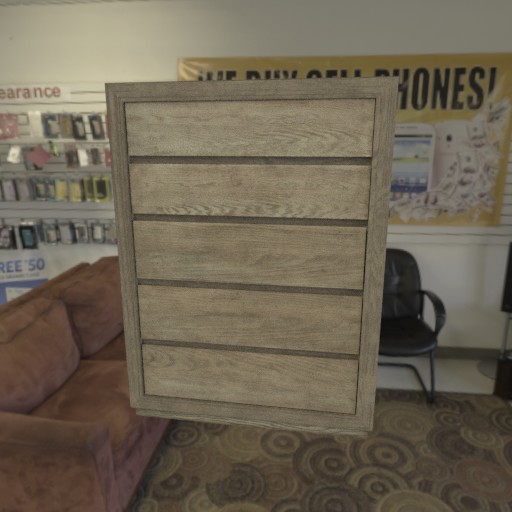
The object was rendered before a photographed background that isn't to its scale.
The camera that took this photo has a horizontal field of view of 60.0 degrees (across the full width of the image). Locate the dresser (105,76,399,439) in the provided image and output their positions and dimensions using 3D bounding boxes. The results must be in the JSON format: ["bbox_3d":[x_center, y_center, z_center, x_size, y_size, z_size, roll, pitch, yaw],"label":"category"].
[{"bbox_3d":[0.000,0.000,1.820,0.967,1.295,0.483,2,14,9],"label":"dresser"}]
